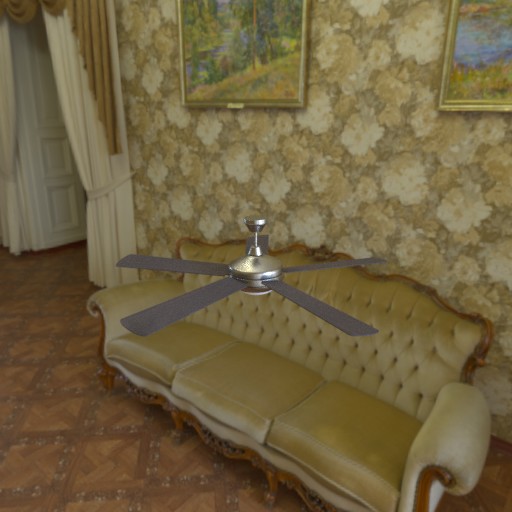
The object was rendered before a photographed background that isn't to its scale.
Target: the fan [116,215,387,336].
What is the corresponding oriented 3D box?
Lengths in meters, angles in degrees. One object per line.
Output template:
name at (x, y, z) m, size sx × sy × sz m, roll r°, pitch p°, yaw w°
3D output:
fan at (0.000, 0.000, 2.011) m, size 1.321 × 0.356 × 1.321 m, roll -2°, pitch 18°, yaw -8°
